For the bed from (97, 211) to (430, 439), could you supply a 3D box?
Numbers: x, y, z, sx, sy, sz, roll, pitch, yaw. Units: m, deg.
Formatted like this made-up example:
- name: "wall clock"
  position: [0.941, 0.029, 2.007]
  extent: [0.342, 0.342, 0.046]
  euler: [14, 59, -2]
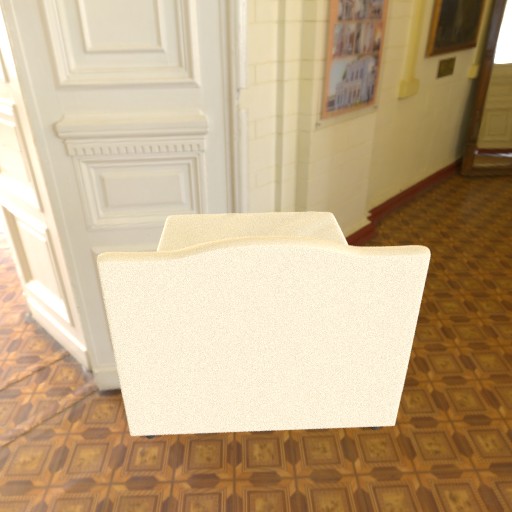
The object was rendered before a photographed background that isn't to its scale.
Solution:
- name: "bed"
  position: [0.000, 0.000, 3.524]
  extent: [1.821, 1.436, 2.282]
  euler: [-1, 29, -2]
